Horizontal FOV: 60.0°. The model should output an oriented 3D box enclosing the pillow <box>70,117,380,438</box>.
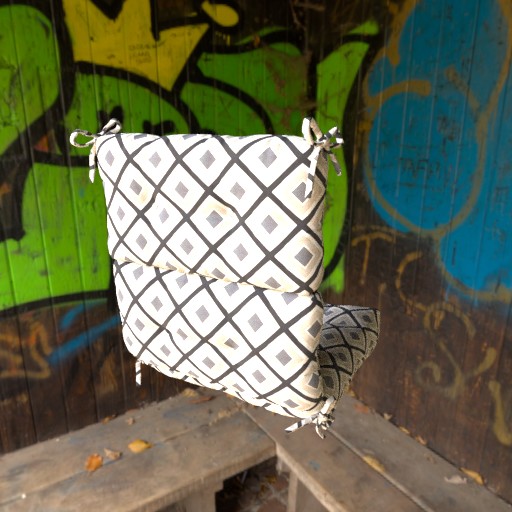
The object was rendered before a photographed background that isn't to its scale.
[{"bbox_3d":[0.000,0.000,1.023,0.519,0.605,0.571,9,19,27],"label":"pillow"}]
